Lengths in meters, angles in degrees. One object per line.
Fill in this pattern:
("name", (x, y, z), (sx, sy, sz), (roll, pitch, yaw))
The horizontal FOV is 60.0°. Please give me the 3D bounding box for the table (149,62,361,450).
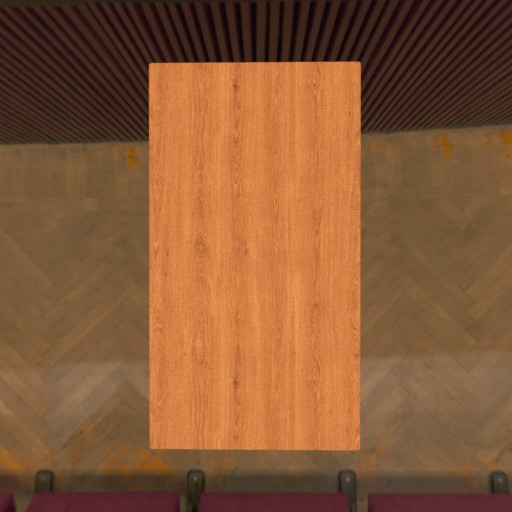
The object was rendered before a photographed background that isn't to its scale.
("table", (0.000, 0.000, 2.140), (0.900, 0.760, 1.600), (0, 90, 1))
